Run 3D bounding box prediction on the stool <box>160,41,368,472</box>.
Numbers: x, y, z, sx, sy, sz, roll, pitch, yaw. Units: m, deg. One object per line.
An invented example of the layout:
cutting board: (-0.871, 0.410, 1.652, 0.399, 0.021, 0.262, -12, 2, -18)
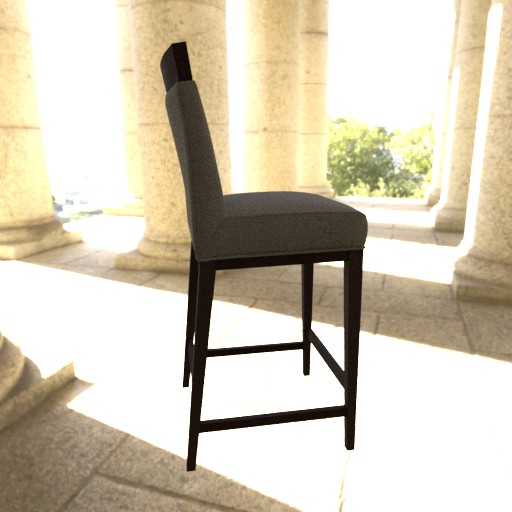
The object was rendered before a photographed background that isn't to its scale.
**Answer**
stool: (0.000, 0.000, 1.386, 0.531, 1.117, 0.511, -3, 14, -10)
